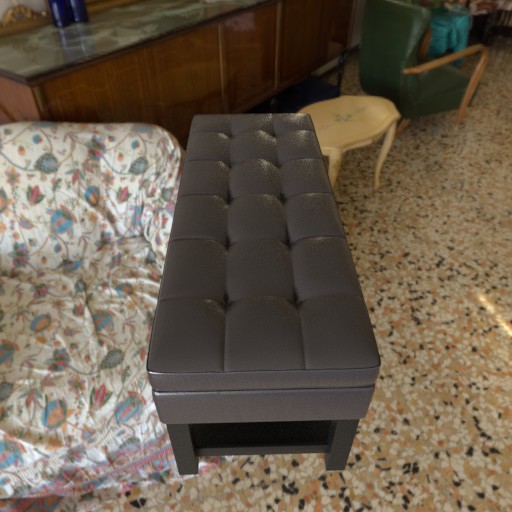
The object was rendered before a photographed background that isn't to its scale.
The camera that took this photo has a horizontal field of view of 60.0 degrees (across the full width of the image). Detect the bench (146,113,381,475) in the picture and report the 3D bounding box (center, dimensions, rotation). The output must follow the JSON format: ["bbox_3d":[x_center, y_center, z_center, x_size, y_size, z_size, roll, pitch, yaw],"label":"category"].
[{"bbox_3d":[0.000,0.000,1.333,0.432,0.460,1.105,-1,41,-1],"label":"bench"}]
